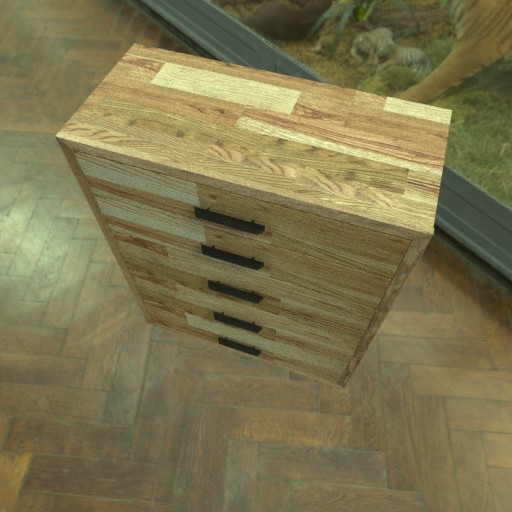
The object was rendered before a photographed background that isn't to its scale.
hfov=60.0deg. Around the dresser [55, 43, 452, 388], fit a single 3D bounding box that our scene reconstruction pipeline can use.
[{"bbox_3d":[0.000,0.000,1.688,0.966,1.243,0.480,16,59,10],"label":"dresser"}]
